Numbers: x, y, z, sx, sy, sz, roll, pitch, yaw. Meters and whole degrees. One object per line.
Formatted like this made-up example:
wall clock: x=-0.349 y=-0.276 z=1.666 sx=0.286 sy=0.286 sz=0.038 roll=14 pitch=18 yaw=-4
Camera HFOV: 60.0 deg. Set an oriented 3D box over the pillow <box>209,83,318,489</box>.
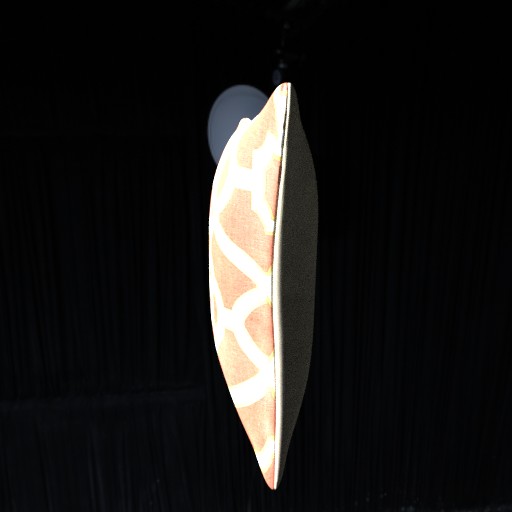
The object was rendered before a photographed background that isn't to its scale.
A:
pillow: x=0.000 y=0.000 z=0.791 sx=0.166 sy=0.508 sz=0.552 roll=-1 pitch=14 yaw=-6
